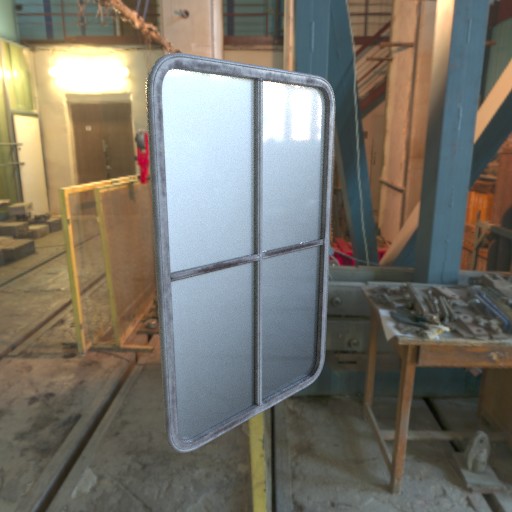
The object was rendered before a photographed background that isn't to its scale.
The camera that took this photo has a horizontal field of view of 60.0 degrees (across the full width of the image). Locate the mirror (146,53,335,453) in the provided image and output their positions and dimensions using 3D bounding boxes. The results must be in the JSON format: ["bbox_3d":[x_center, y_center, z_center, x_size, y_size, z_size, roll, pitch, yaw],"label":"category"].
[{"bbox_3d":[0.000,0.000,0.893,0.461,0.713,0.024,-13,19,-42],"label":"mirror"}]
